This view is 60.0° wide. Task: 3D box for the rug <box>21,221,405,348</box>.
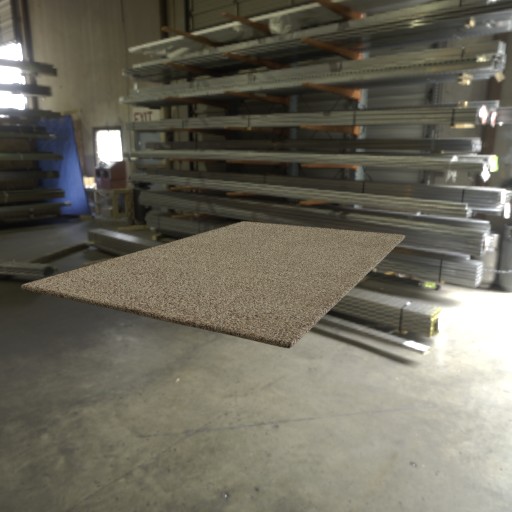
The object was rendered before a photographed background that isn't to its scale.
[{"bbox_3d":[0.000,0.000,3.445,1.778,0.030,2.743,7,15,27],"label":"rug"}]
